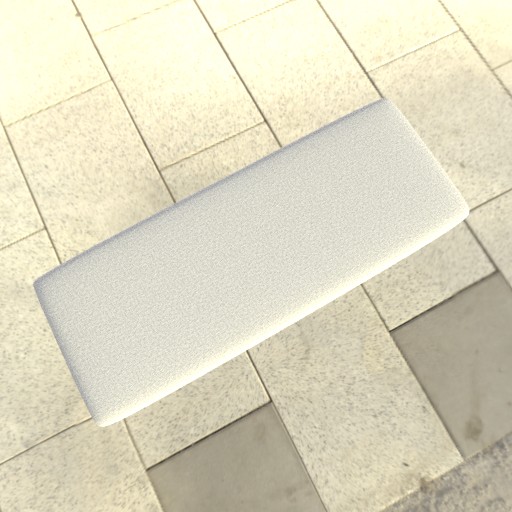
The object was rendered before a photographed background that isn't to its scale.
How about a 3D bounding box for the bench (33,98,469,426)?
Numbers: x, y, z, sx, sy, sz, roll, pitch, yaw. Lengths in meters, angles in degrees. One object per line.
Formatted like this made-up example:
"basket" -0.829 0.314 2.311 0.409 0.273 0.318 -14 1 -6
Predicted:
"bench" 0.000 0.000 1.831 1.598 0.383 0.631 -29 77 -7
